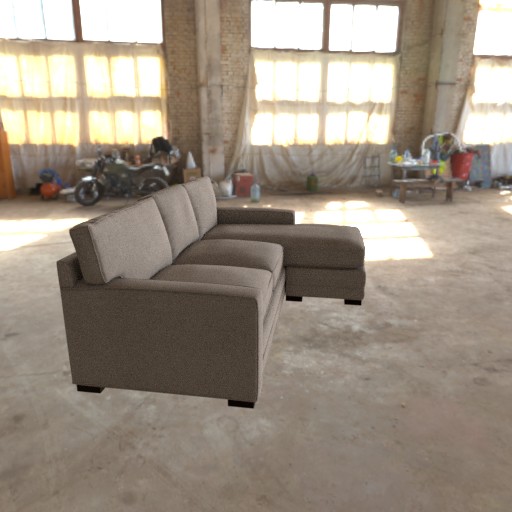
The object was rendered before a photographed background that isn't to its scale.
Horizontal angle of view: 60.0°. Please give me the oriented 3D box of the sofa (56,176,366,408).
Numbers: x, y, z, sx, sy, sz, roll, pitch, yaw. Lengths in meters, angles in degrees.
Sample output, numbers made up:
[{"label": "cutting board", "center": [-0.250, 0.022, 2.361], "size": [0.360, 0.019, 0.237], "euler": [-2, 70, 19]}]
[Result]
[{"label": "sofa", "center": [0.000, 0.000, 2.926], "size": [1.496, 0.861, 2.087], "euler": [3, 17, 9]}]
